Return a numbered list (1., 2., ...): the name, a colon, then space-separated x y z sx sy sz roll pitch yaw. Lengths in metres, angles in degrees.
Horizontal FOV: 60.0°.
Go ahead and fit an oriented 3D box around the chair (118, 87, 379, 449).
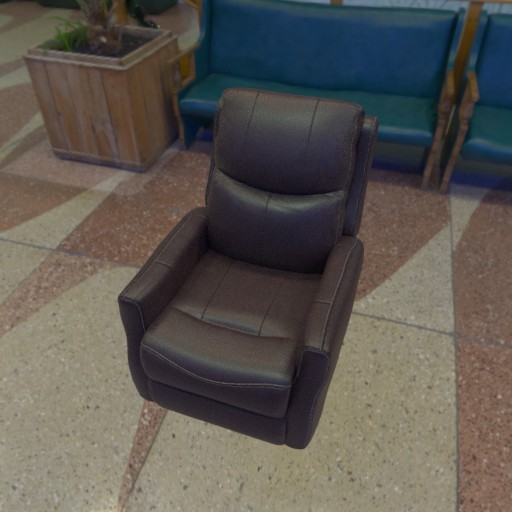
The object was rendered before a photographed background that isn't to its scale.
1. chair: 0.000 0.000 1.787 0.829 1.030 1.080 13 43 14
